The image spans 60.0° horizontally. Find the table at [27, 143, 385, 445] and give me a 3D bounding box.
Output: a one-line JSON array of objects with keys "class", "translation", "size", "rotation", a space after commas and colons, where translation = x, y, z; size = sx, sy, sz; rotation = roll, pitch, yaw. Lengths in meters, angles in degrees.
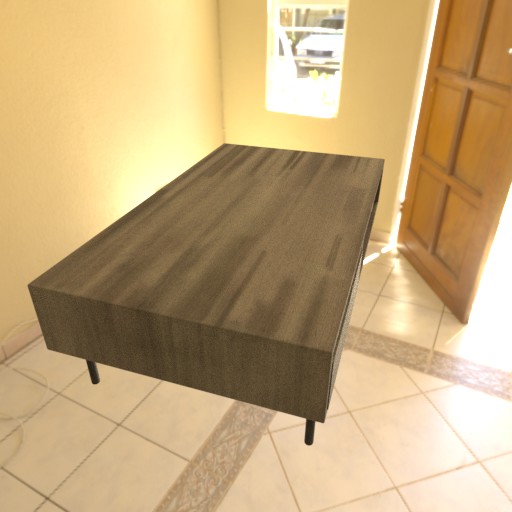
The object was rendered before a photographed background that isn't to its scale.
[{"class": "table", "translation": [0.000, 0.000, 1.367], "size": [0.643, 0.347, 1.088], "rotation": [10, 32, 16]}]
